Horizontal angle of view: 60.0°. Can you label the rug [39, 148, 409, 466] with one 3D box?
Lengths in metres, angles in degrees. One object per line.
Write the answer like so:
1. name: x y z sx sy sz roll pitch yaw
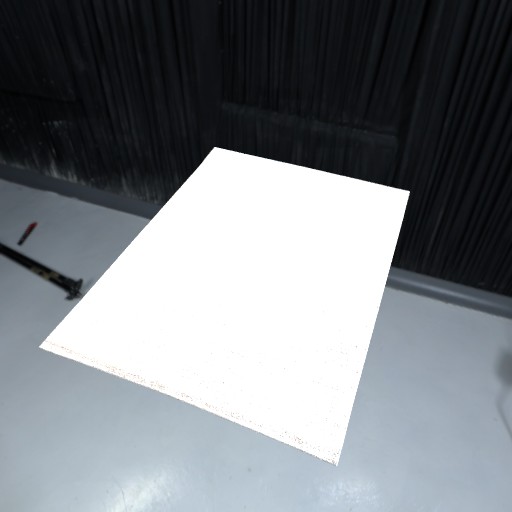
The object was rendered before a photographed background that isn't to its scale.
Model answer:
1. rug: 0.000 0.000 5.009 2.873 0.053 3.778 16 47 15
